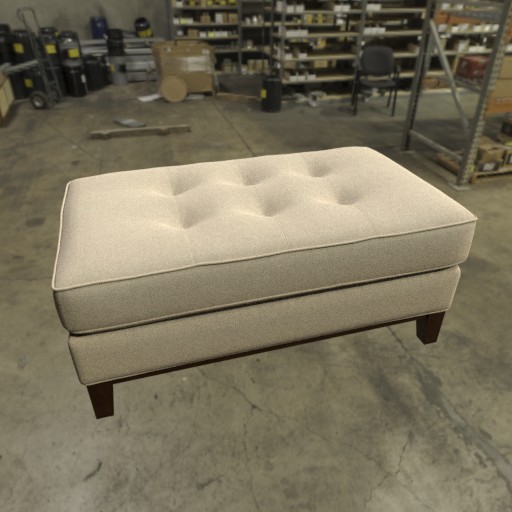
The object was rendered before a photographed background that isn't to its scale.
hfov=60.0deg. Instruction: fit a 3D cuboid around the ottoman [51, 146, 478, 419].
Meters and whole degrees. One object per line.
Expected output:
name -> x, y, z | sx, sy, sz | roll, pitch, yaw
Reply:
ottoman -> 0.000, 0.000, 1.458 | 1.143, 0.508, 0.648 | -9, 34, -13
